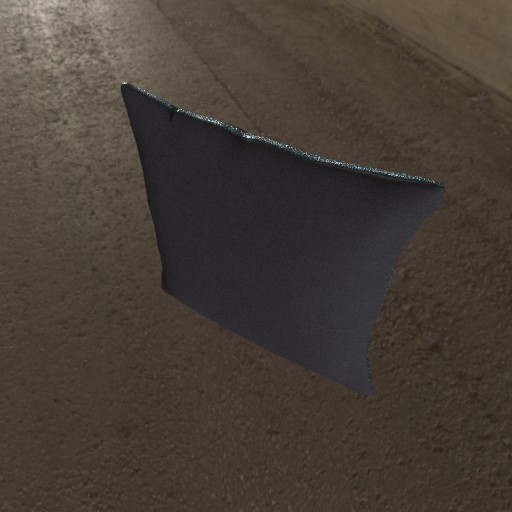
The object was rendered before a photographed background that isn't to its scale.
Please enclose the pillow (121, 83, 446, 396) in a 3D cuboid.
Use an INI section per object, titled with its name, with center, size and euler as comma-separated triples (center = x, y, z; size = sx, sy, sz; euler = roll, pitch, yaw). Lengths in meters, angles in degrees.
[pillow]
center = 0.000, 0.000, 0.651
size = 0.436, 0.430, 0.138
euler = 23, 50, 21
